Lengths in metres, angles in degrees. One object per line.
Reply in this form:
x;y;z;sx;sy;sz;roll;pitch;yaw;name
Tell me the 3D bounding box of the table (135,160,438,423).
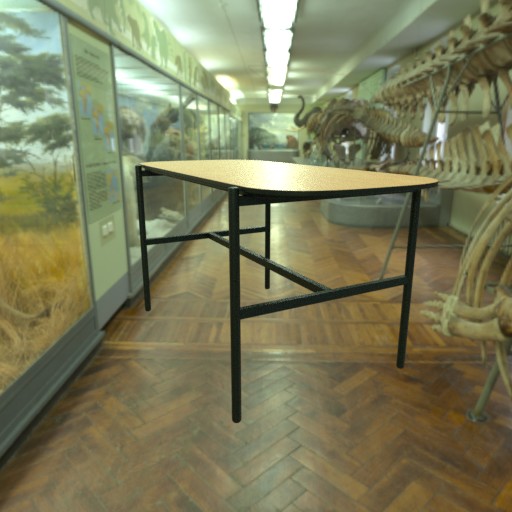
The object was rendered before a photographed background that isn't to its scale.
0.000;0.000;1.038;0.400;0.400;0.800;-8;17;-27;table
